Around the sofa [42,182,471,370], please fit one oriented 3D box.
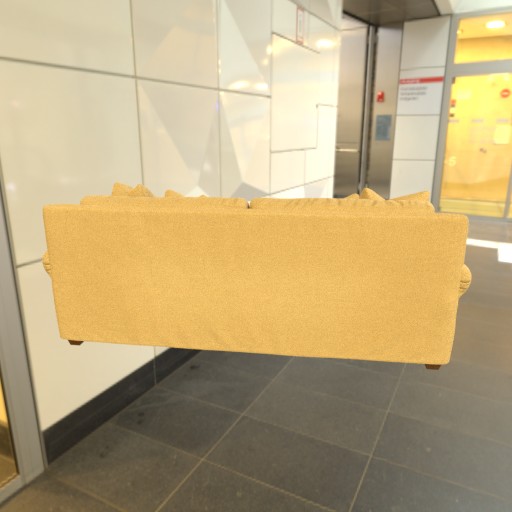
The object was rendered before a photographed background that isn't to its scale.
[{"bbox_3d":[0.000,0.000,2.798,2.285,0.904,1.067,2,16,8],"label":"sofa"}]
